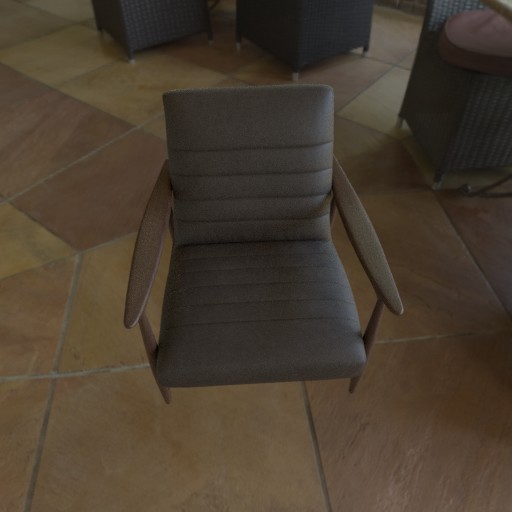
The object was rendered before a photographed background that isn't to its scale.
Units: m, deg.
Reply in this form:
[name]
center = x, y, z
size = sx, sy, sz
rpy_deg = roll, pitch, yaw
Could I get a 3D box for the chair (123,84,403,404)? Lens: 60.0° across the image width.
[chair]
center = 0.000, 0.000, 1.485
size = 0.741, 0.831, 0.798
rpy_deg = -2, 47, -2
